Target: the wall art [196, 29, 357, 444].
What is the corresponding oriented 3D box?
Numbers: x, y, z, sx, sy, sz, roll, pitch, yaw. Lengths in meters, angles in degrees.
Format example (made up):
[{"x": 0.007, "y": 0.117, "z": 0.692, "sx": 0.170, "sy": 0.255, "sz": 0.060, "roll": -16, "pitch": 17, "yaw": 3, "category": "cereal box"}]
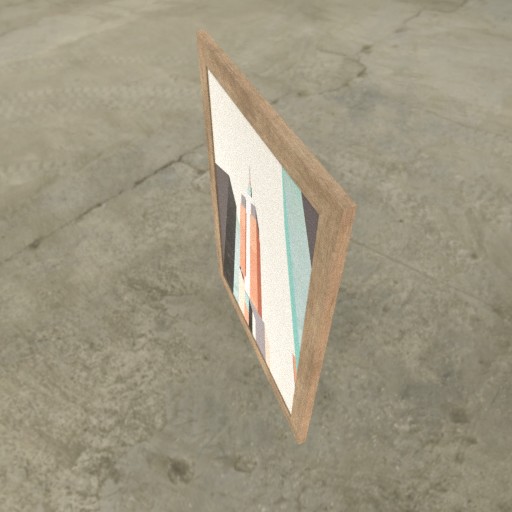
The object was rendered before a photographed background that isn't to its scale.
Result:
[{"x": 0.000, "y": 0.000, "z": 0.897, "sx": 0.018, "sy": 0.686, "sz": 0.534, "roll": -17, "pitch": 49, "yaw": -15, "category": "wall art"}]
